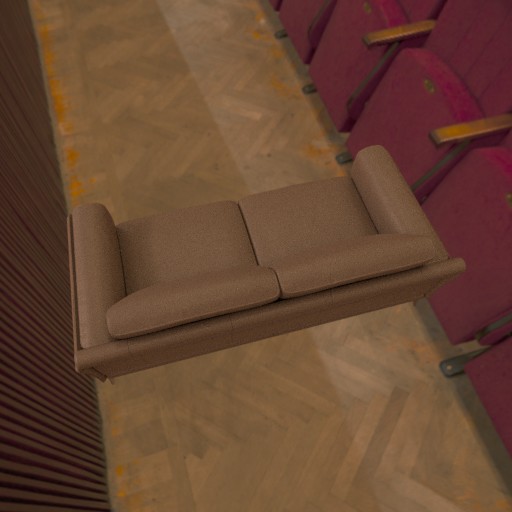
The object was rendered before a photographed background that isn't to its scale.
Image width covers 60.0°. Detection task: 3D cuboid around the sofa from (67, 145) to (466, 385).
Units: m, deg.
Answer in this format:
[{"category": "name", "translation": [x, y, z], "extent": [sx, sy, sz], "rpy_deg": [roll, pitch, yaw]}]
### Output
[{"category": "sofa", "translation": [0.000, 0.000, 2.656], "extent": [2.101, 0.930, 1.049], "rpy_deg": [-13, 59, -8]}]
